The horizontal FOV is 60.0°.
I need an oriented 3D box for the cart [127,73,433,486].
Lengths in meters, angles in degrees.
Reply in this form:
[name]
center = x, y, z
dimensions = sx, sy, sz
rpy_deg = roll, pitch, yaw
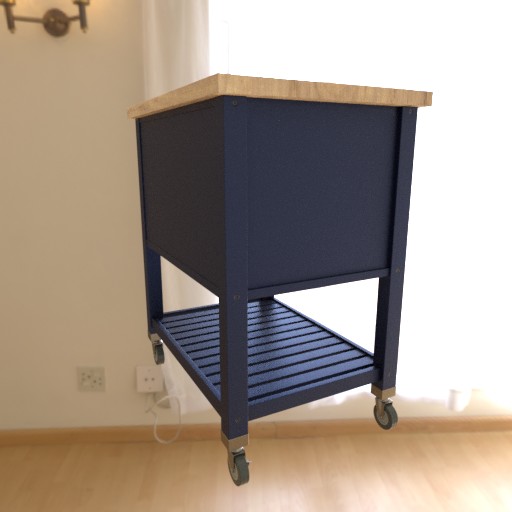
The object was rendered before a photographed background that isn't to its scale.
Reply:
[cart]
center = 0.000, 0.000, 1.387
dimensions = 0.567, 0.920, 0.797
rpy_deg = -7, 15, -27
